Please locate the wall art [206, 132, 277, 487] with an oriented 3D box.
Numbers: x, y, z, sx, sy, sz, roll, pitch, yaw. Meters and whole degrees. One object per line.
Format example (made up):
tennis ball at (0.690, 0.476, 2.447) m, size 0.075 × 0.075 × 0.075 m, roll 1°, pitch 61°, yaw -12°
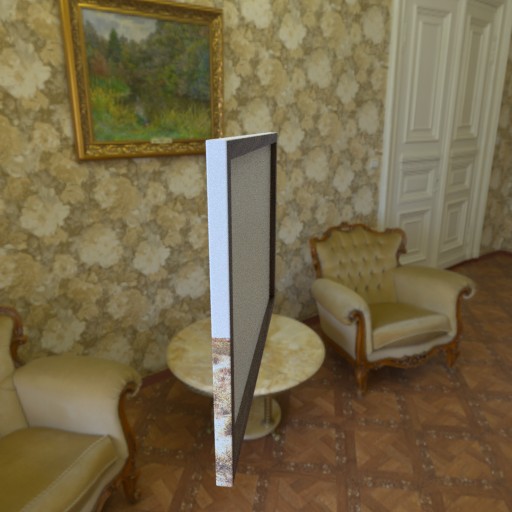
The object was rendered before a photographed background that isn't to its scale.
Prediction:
wall art at (0.000, 0.000, 1.925) m, size 0.051 × 1.016 × 1.520 m, roll 2°, pitch 16°, yaw 7°
